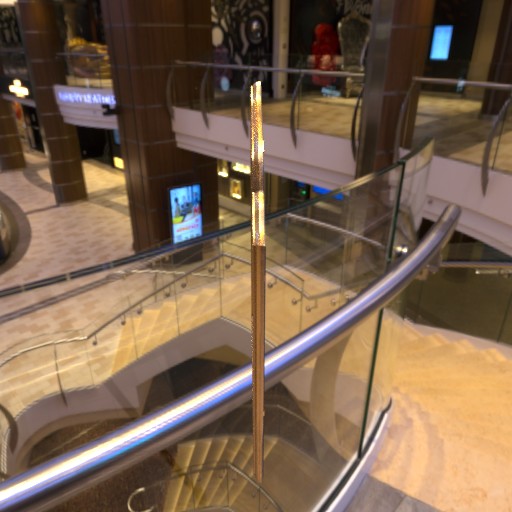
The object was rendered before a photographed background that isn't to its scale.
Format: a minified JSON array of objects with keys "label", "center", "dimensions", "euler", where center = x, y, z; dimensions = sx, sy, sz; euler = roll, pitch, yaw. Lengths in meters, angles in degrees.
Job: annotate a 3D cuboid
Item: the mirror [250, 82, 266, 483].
[{"label":"mirror","center":[0.000,0.000,0.867],"dimensions":[0.018,0.635,0.513],"euler":[0,26,-1]}]
